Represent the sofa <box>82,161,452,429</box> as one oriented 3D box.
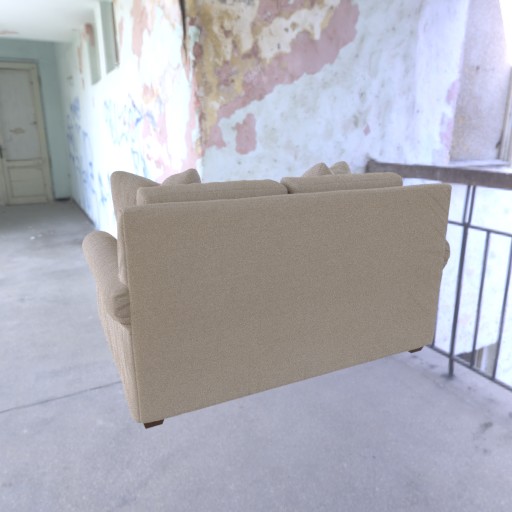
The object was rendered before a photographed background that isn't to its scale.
[{"bbox_3d":[0.000,0.000,2.194,1.550,0.905,1.070,-8,18,-25],"label":"sofa"}]
